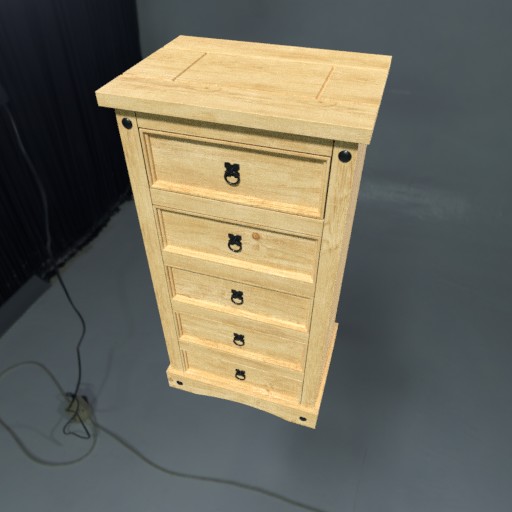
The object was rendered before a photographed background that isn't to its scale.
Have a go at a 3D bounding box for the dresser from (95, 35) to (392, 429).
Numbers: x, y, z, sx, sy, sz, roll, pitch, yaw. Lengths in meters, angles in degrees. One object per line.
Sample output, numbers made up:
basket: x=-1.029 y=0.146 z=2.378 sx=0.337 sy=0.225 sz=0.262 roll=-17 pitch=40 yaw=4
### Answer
dresser: x=0.000 y=0.000 z=1.284 sx=0.531 sy=1.041 sz=0.390 roll=12 pitch=43 yaw=13
